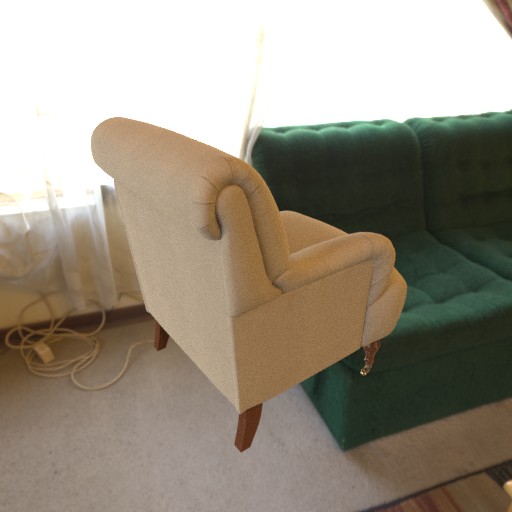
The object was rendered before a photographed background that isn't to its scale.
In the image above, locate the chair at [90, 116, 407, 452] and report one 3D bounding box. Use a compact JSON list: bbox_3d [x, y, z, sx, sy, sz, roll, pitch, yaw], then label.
[{"bbox_3d":[0.000,0.000,1.565,0.842,0.942,0.766,-18,32,-32],"label":"chair"}]
